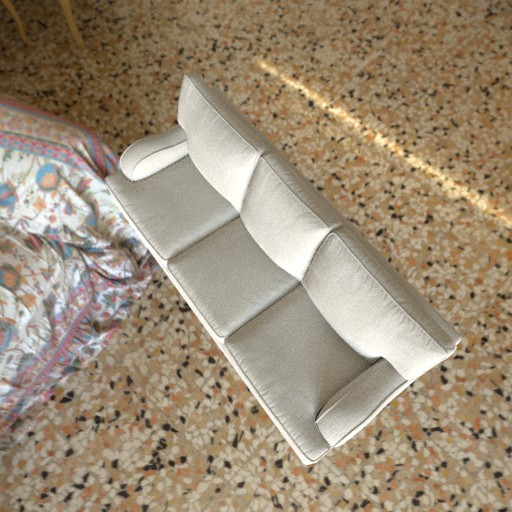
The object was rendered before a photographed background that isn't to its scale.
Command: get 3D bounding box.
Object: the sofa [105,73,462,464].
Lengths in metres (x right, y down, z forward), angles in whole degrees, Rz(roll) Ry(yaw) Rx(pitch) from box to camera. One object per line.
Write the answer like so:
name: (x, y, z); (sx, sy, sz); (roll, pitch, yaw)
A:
sofa: (0.000, 0.000, 2.833); (1.016, 0.991, 2.323); (-34, 68, -15)
